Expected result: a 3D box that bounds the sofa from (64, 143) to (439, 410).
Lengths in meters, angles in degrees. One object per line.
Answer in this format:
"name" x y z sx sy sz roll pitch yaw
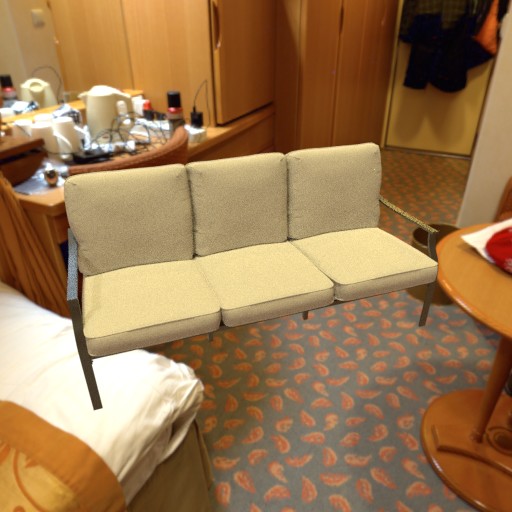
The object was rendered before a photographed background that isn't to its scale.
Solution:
"sofa" 0.000 0.000 2.240 1.740 0.860 0.787 -10 32 -17
